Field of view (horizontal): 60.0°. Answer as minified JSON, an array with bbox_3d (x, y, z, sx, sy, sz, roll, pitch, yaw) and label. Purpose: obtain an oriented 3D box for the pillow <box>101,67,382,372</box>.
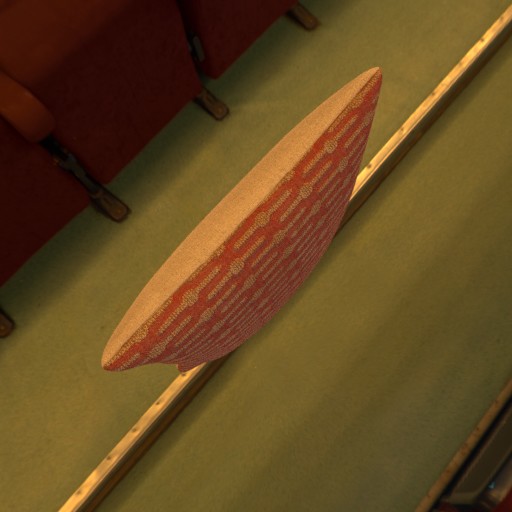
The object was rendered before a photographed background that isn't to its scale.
[{"bbox_3d":[0.000,0.000,0.770,0.182,0.503,0.511,40,79,9],"label":"pillow"}]
